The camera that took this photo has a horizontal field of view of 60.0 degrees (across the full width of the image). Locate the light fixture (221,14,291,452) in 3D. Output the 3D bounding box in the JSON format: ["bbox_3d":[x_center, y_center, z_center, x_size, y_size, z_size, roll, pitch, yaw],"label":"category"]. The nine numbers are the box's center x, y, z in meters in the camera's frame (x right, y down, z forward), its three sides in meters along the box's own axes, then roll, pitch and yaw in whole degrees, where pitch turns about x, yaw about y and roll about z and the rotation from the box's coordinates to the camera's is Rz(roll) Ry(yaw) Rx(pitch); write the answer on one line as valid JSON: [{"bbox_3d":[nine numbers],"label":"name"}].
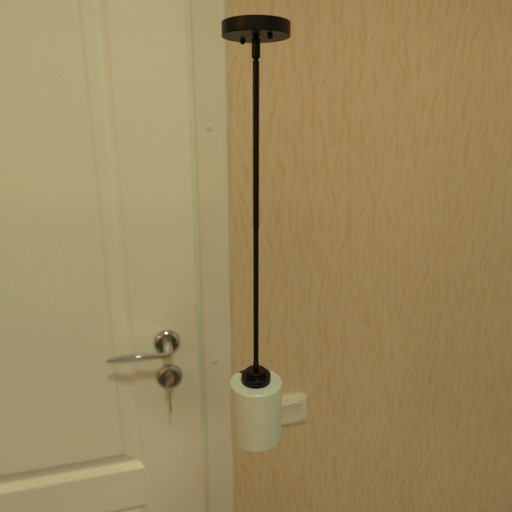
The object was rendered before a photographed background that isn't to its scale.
[{"bbox_3d":[0.000,0.000,0.909,0.123,0.863,0.123,-15,22,-41],"label":"light fixture"}]
